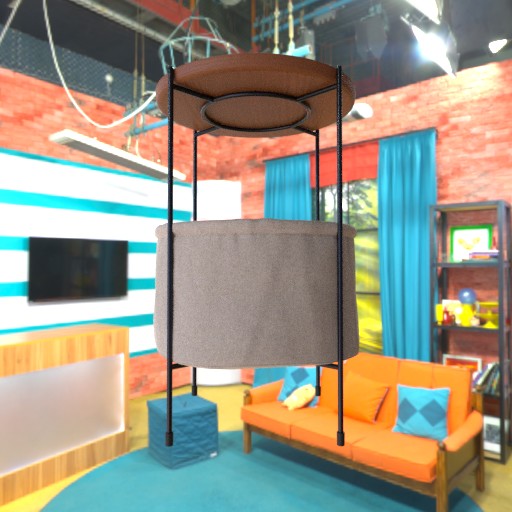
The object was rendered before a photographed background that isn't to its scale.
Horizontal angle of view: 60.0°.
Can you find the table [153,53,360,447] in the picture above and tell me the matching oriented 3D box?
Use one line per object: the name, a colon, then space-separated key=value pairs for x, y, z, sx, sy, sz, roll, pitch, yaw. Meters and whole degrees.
table: x=0.000 y=0.000 z=0.868 sx=0.393 sy=0.623 sz=0.393 roll=0 pitch=-1 yaw=0
